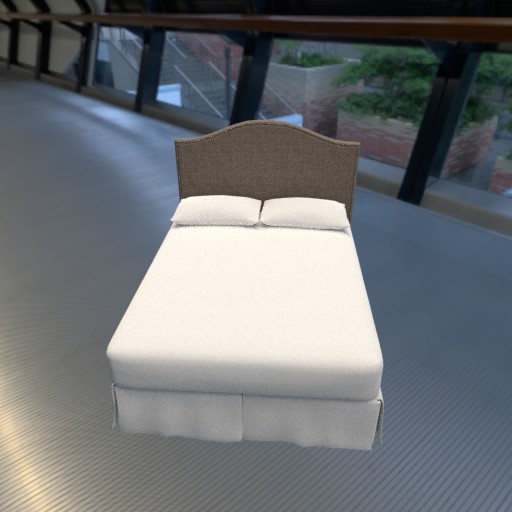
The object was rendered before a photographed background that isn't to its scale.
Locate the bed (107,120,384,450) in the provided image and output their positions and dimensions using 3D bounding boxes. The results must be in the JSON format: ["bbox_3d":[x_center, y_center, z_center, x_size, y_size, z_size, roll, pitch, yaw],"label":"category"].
[{"bbox_3d":[0.000,0.000,3.308,1.713,1.518,2.153,2,30,4],"label":"bed"}]
